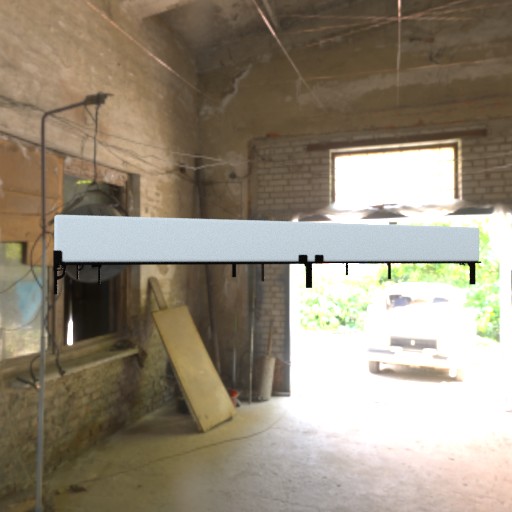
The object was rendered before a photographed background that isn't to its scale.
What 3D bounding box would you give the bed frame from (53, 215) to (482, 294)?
[{"bbox_3d":[0.000,0.000,3.814,2.987,0.440,1.930,0,0,-19],"label":"bed frame"}]
